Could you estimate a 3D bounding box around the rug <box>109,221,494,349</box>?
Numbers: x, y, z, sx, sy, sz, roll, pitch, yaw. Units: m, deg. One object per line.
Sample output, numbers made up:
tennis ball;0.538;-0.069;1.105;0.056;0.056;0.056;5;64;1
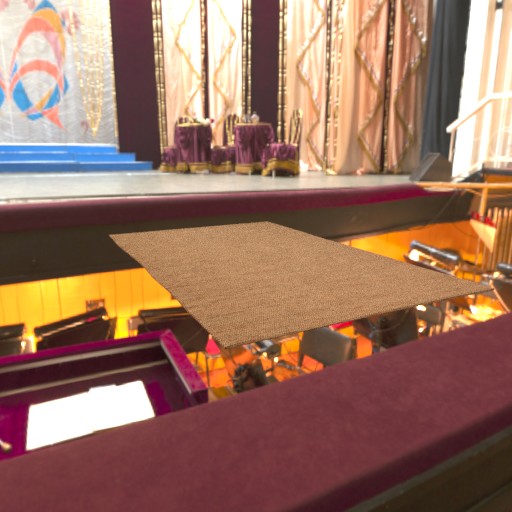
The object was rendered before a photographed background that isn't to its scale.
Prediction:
rug;0.000;0.000;3.009;1.533;0.011;2.439;-7;15;-27
